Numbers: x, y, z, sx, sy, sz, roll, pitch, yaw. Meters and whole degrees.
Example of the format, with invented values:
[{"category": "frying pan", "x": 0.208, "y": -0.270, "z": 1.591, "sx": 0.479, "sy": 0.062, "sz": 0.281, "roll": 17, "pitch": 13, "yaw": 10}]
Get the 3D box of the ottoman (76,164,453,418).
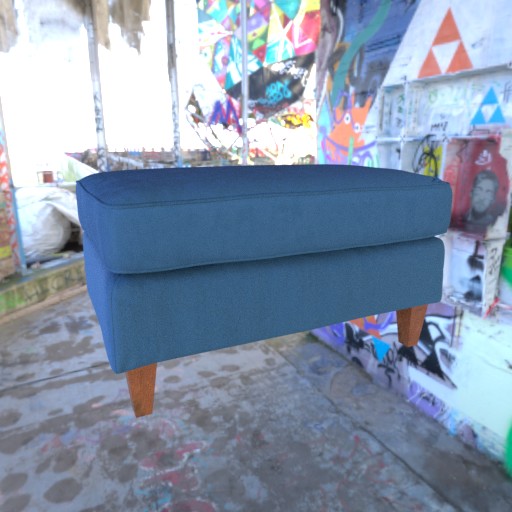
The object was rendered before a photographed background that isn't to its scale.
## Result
[{"category": "ottoman", "x": 0.000, "y": 0.000, "z": 1.218, "sx": 0.862, "sy": 0.484, "sz": 0.583, "roll": -7, "pitch": 16, "yaw": -25}]
